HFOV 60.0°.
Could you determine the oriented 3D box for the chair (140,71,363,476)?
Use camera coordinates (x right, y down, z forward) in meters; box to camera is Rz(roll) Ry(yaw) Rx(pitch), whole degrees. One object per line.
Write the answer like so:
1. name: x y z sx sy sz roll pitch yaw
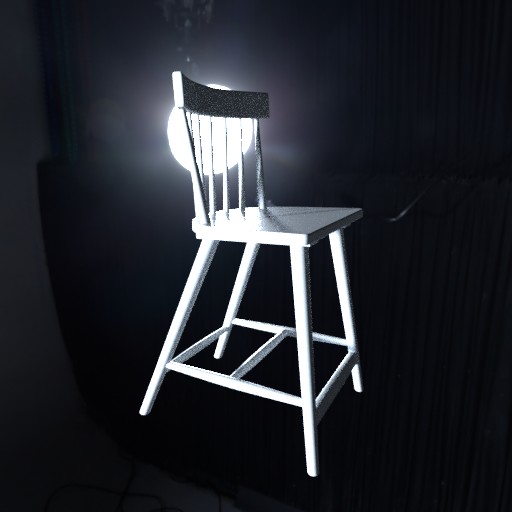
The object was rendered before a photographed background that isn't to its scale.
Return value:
1. chair: 0.000 0.000 1.290 0.572 0.952 0.483 7 15 27
